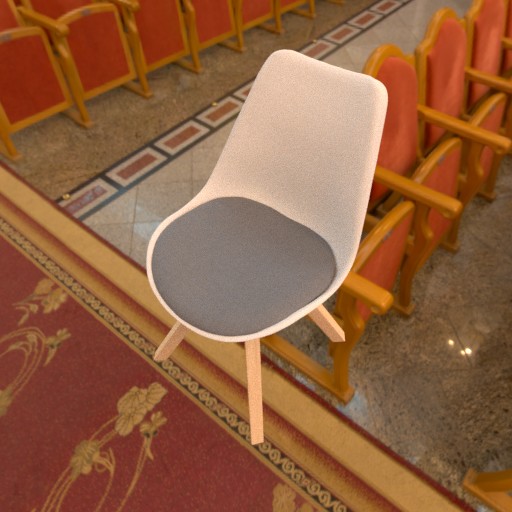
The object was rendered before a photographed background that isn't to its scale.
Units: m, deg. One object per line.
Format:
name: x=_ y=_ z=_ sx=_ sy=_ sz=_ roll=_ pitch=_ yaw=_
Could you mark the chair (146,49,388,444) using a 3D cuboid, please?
chair: x=0.000 y=0.000 z=1.168 sx=0.485 sy=0.850 sz=0.550 roll=31 pitch=55 yaw=26
